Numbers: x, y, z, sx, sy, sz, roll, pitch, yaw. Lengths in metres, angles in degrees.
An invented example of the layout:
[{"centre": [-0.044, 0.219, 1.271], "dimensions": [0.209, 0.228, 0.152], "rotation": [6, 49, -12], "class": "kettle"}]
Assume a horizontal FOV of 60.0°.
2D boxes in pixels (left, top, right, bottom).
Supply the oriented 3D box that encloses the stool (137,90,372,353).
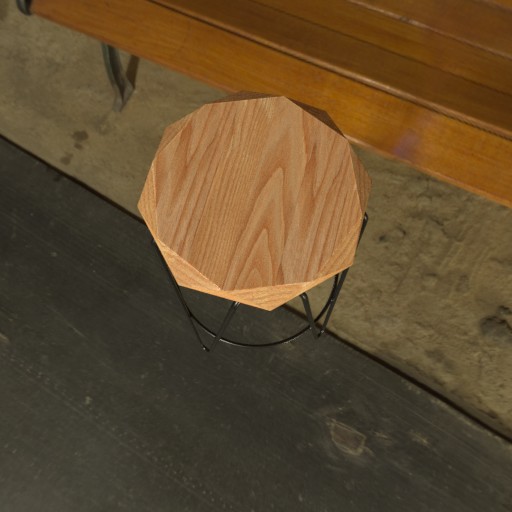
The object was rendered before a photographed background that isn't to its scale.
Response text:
[{"centre": [0.000, 0.000, 0.809], "dimensions": [0.326, 0.610, 0.326], "rotation": [-6, 76, -2], "class": "stool"}]
